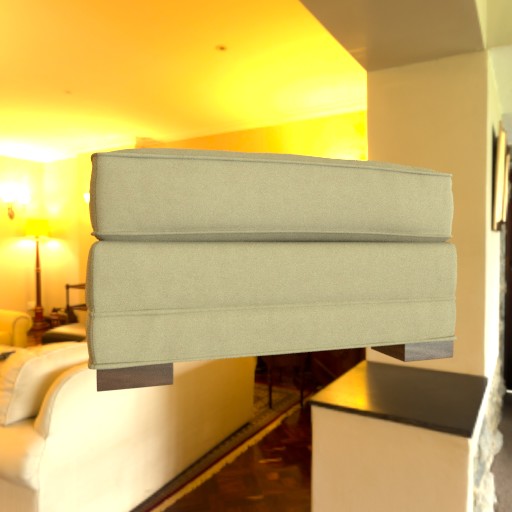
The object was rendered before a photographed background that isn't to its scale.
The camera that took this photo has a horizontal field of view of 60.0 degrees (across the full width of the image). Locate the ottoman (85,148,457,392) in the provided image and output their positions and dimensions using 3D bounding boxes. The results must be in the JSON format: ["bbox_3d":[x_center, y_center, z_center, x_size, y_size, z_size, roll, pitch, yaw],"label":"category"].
[{"bbox_3d":[0.000,0.000,1.197,0.848,0.482,0.611,0,1,-18],"label":"ottoman"}]
